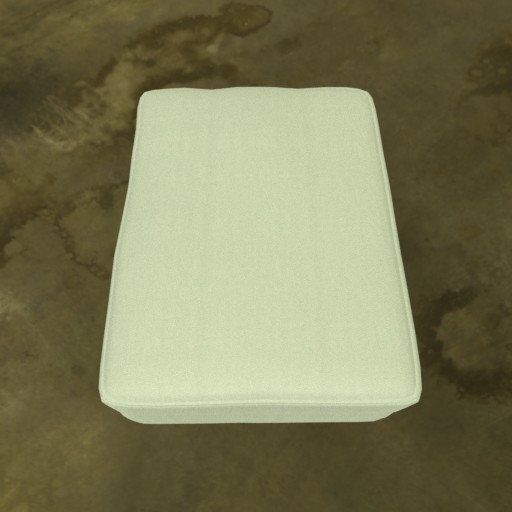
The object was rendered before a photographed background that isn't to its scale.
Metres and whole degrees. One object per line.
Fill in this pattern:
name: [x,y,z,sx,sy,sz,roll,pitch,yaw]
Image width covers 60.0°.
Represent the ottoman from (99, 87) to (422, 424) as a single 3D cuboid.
ottoman: [0.000,0.000,1.169,0.634,0.496,0.818,-1,64,0]
